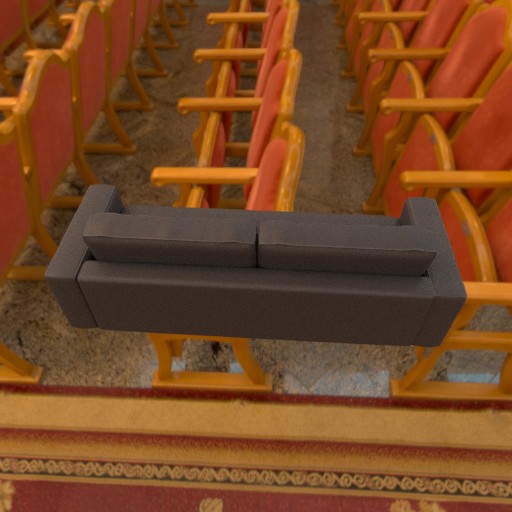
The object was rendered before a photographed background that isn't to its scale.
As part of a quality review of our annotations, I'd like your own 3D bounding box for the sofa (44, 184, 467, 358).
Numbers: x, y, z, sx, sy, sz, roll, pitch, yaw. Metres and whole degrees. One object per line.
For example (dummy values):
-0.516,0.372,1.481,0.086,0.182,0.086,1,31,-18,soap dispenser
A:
0.000,0.000,2.734,2.275,0.893,0.833,3,47,2,sofa
